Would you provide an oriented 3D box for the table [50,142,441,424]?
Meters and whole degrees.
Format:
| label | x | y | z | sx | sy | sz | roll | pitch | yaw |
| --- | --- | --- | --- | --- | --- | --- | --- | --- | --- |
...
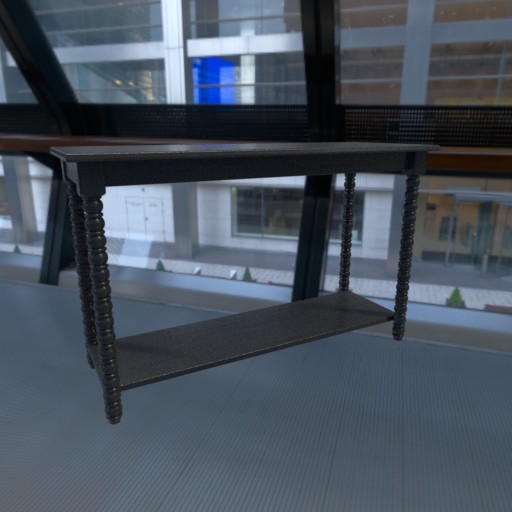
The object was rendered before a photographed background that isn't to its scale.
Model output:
| label | x | y | z | sx | sy | sz | roll | pitch | yaw |
| --- | --- | --- | --- | --- | --- | --- | --- | --- | --- |
| table | 0.000 | 0.000 | 1.524 | 1.184 | 0.735 | 0.459 | -8 | 18 | -27 |
